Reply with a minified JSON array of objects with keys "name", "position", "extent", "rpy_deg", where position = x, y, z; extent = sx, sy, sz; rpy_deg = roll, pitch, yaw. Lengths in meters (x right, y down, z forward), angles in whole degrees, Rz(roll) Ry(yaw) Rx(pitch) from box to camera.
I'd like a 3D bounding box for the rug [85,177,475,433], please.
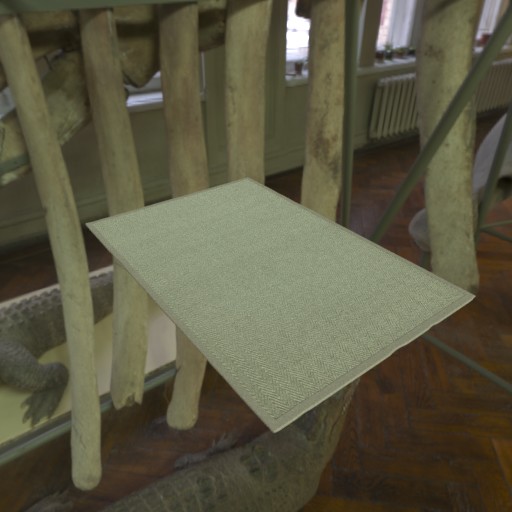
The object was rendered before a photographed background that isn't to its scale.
[{"name":"rug","position":[0.000,0.000,3.000],"extent":[1.540,0.021,2.290],"rpy_deg":[-22,38,-31]}]
